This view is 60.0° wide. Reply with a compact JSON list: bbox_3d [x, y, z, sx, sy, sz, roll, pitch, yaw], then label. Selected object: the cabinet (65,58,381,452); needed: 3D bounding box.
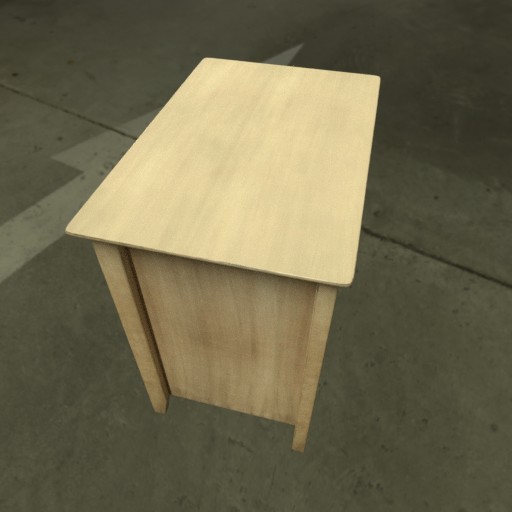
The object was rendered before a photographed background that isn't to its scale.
[{"bbox_3d":[0.000,0.000,1.256,0.503,0.762,0.763,10,47,10],"label":"cabinet"}]
